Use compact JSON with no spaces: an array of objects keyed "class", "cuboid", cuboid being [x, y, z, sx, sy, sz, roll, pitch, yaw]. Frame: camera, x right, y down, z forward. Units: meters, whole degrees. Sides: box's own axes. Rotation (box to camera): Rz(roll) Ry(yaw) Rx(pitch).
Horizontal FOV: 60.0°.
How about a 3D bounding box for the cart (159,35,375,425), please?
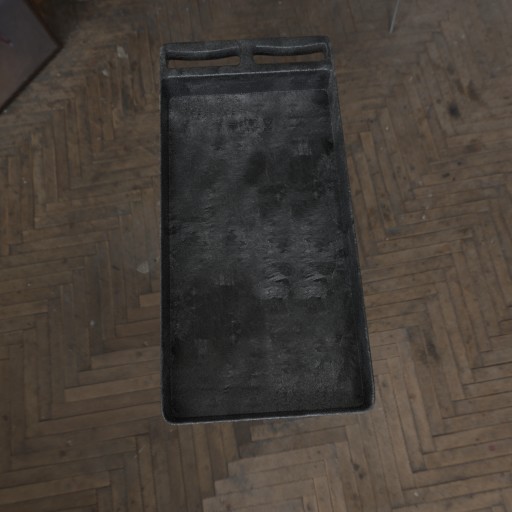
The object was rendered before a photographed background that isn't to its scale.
[{"class":"cart","cuboid":[0.000,0.000,1.359,0.420,0.824,0.877,-3,75,-1]}]
